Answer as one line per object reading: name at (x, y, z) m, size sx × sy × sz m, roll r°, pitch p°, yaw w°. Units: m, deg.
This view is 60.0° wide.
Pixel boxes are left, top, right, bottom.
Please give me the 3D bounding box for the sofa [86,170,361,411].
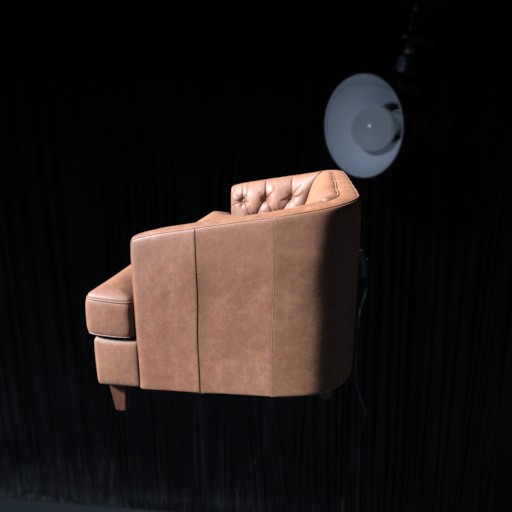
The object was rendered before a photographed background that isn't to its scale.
sofa at (0.000, 0.000, 2.250) m, size 0.914 × 0.786 × 1.755 m, roll 2°, pitch 15°, yaw 8°
